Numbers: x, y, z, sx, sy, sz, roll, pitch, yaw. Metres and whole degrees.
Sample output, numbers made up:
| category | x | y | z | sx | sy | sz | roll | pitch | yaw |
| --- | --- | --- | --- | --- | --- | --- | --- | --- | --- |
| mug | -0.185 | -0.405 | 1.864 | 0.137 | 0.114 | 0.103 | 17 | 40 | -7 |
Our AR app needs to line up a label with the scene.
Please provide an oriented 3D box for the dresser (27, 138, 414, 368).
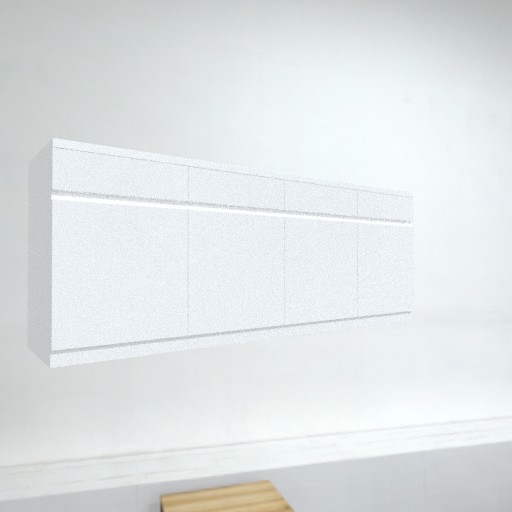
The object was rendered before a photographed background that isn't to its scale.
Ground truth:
| category | x | y | z | sx | sy | sz | roll | pitch | yaw |
| --- | --- | --- | --- | --- | --- | --- | --- | --- | --- |
| dresser | 0.000 | 0.000 | 2.460 | 2.200 | 0.840 | 0.500 | 0 | -1 | -36 |
